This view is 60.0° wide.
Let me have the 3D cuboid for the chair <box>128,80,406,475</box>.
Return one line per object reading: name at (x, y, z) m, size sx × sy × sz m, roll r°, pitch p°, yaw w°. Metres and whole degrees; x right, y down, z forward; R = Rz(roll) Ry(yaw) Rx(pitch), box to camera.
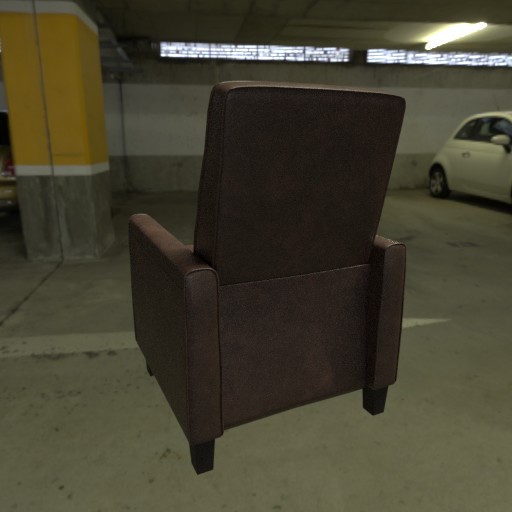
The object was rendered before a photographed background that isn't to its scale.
chair at (0.000, 0.000, 1.476) m, size 0.705 × 1.013 × 0.746 m, roll -7°, pitch 16°, yaw -25°
